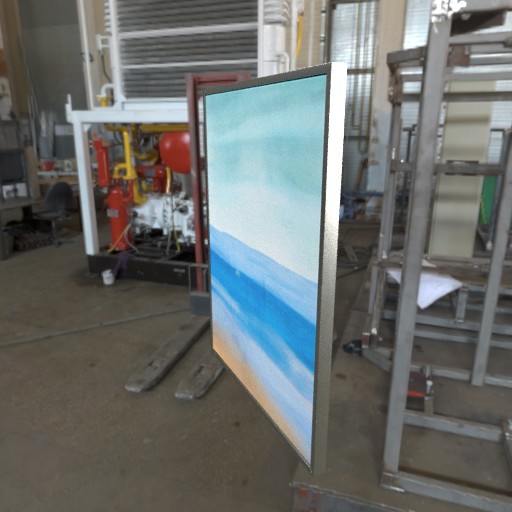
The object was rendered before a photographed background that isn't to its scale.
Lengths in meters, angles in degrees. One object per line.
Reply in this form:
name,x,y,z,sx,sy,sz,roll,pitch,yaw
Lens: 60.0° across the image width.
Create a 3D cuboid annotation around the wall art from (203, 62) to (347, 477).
wall art,0.000,0.000,1.432,0.041,1.062,0.803,-8,18,-25
